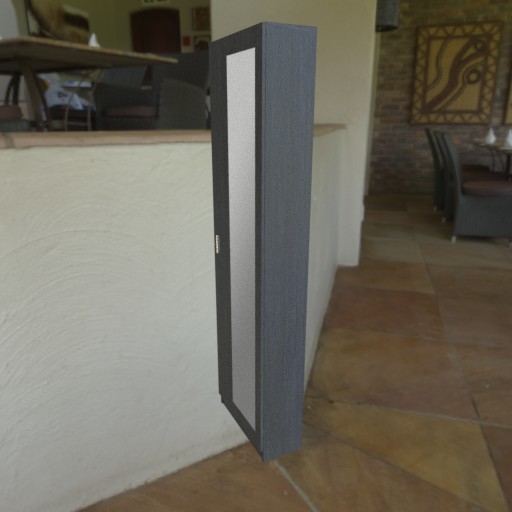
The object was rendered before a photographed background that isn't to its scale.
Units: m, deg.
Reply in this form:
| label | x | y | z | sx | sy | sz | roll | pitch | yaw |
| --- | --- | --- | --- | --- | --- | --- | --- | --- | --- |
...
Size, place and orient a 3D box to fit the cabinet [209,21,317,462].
| label | x | y | z | sx | sy | sz | roll | pitch | yaw |
| --- | --- | --- | --- | --- | --- | --- | --- | --- | --- |
| cabinet | 0.000 | 0.000 | 1.985 | 0.230 | 1.790 | 0.500 | -9 | 19 | -25 |
